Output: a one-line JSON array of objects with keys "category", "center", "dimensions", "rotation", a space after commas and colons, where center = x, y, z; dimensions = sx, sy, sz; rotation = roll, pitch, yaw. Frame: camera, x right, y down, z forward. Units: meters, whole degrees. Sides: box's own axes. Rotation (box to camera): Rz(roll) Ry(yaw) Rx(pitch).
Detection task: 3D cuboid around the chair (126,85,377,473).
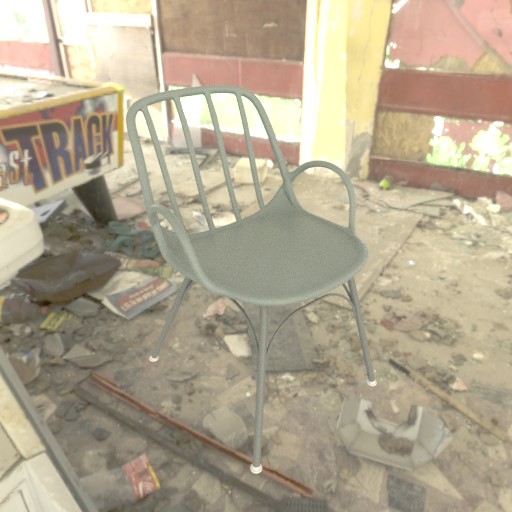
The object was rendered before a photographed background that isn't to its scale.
[{"category": "chair", "center": [0.000, 0.000, 1.231], "dimensions": [0.549, 0.816, 0.597], "rotation": [-22, 37, -33]}]
